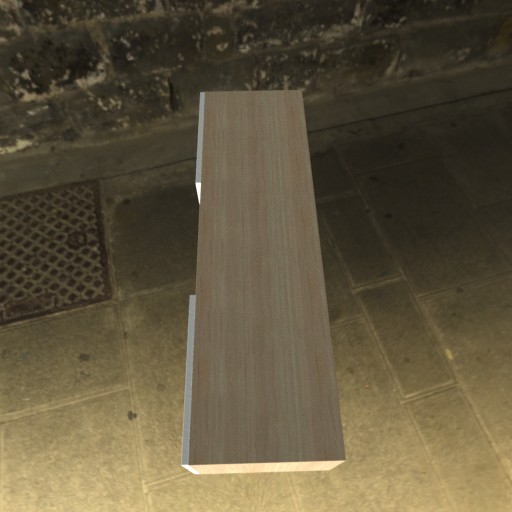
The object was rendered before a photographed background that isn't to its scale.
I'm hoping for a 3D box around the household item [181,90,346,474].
[{"bbox_3d":[0.000,0.000,1.613,0.420,0.310,1.400,-1,60,-1],"label":"household item"}]
